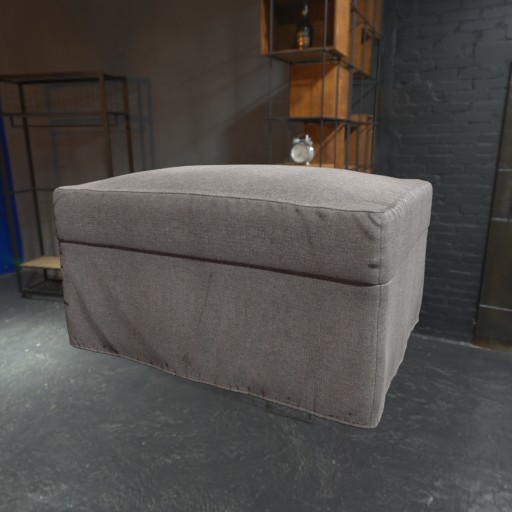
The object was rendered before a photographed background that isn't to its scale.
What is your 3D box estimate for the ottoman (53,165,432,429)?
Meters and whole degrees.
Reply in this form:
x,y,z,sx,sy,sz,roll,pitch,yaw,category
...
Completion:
x,y,z,sx,sy,sz,roll,pitch,yaw,category
0.000,0.000,1.235,0.833,0.492,0.652,7,17,26,ottoman
